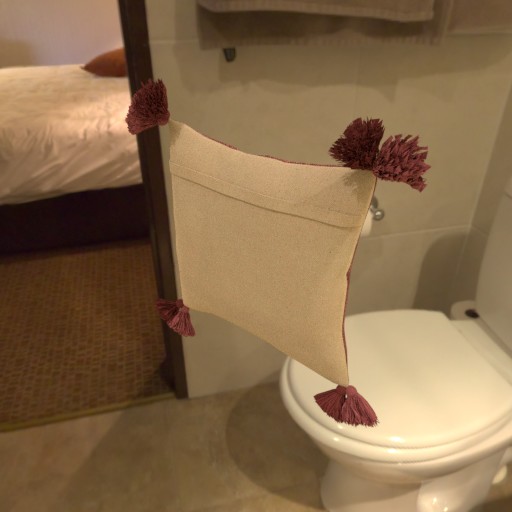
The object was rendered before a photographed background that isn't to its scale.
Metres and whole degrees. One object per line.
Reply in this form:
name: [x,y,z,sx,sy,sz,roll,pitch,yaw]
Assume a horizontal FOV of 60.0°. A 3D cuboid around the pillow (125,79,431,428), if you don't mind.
pillow: [0.000,0.000,0.921,0.641,0.659,0.138,22,38,32]
